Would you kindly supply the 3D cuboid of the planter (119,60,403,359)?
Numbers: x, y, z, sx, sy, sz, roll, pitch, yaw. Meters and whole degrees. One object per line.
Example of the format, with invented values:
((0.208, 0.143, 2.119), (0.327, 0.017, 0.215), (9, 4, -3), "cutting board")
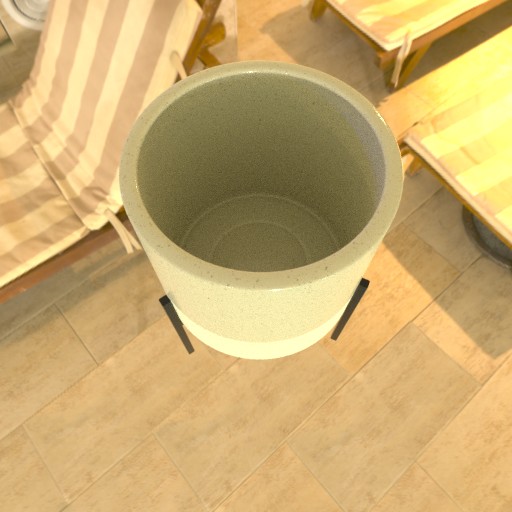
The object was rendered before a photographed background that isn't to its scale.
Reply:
((0.000, 0.000, 0.340), (0.159, 0.230, 0.152), (-32, 68, -15), "planter")
